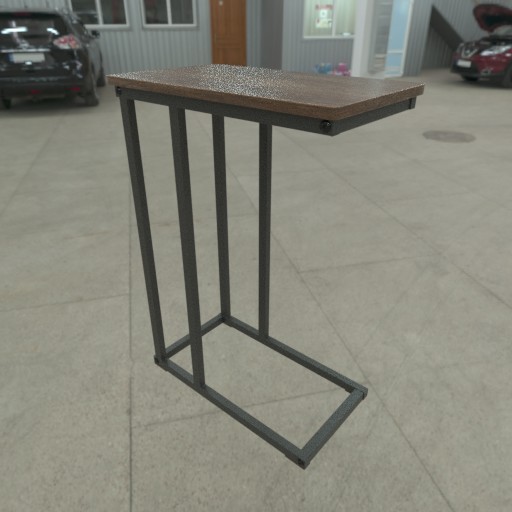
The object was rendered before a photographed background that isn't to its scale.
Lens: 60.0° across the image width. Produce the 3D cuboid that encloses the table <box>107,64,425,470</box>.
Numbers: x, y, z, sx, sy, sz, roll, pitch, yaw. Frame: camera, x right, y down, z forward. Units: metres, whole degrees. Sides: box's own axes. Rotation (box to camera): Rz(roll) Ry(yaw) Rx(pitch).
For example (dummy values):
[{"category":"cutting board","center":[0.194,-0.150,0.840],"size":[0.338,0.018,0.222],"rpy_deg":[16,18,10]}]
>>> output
[{"category":"table","center":[0.000,0.000,0.853],"size":[0.450,0.637,0.254],"rpy_deg":[22,36,35]}]
